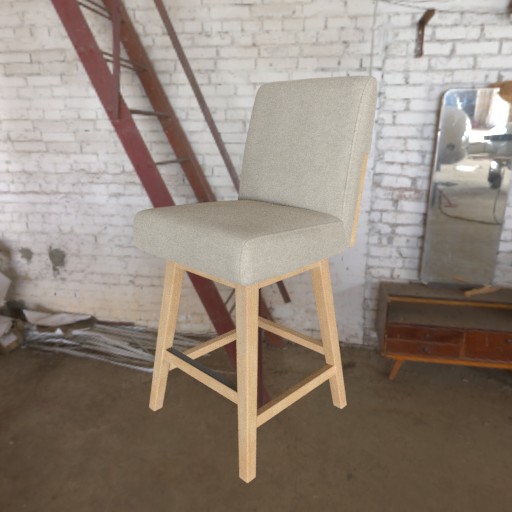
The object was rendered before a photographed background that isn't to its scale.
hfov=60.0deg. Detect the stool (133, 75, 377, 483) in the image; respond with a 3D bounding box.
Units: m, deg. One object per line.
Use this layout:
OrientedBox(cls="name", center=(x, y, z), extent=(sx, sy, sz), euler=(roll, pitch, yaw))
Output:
OrientedBox(cls="stool", center=(0.000, 0.000, 1.410), extent=(0.507, 1.085, 0.606), euler=(16, 23, 42))
